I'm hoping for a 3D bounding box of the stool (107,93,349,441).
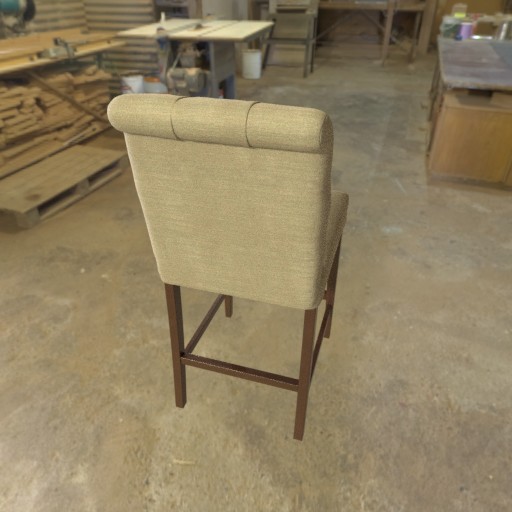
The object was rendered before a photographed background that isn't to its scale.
[{"bbox_3d":[0.000,0.000,1.400,0.486,1.084,0.660,10,34,15],"label":"stool"}]
